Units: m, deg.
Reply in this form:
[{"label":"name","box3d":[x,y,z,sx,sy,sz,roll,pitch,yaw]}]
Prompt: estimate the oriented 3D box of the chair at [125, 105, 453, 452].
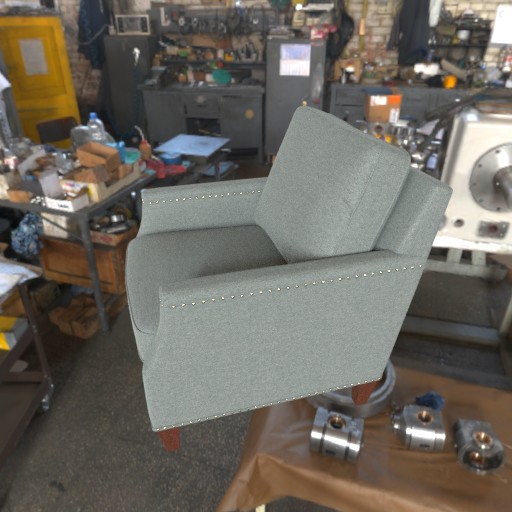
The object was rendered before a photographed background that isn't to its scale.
[{"label":"chair","box3d":[0.000,0.000,1.788,1.031,1.031,0.885,-8,31,-14]}]
